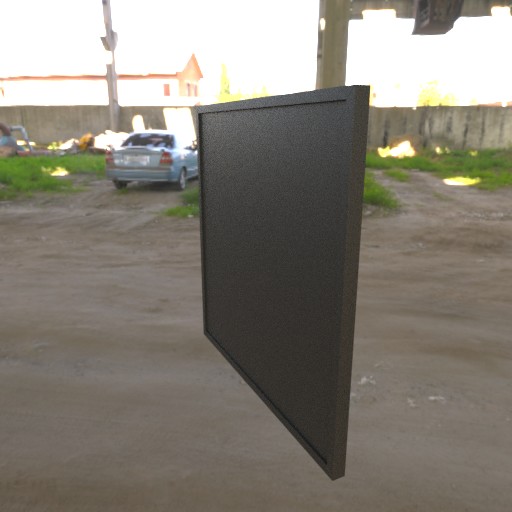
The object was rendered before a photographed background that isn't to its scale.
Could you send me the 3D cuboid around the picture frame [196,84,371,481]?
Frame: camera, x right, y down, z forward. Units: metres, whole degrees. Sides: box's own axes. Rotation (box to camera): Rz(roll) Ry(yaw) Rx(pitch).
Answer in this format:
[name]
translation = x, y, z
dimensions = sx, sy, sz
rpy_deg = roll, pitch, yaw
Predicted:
[picture frame]
translation = 0.000, 0.000, 1.157
dimensions = 0.032, 0.775, 0.775
rpy_deg = -8, 18, -26
